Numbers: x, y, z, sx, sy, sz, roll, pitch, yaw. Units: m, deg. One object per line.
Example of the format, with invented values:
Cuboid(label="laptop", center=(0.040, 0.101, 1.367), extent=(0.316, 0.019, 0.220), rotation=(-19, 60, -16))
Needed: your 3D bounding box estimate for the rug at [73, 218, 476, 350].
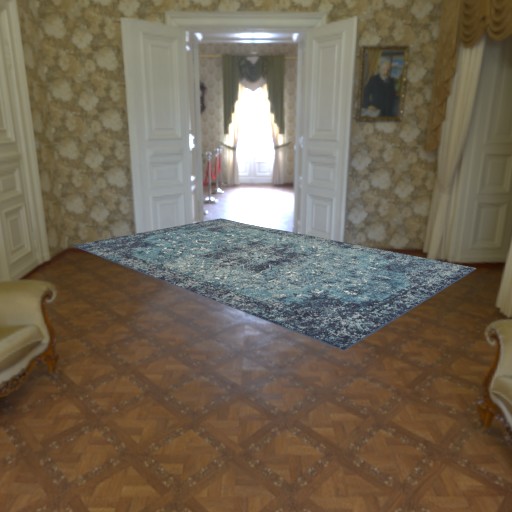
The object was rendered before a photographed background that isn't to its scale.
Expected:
Cuboid(label="rug", center=(0.000, 0.000, 3.113), extent=(2.440, 0.007, 1.525), rotation=(15, 21, 42))
